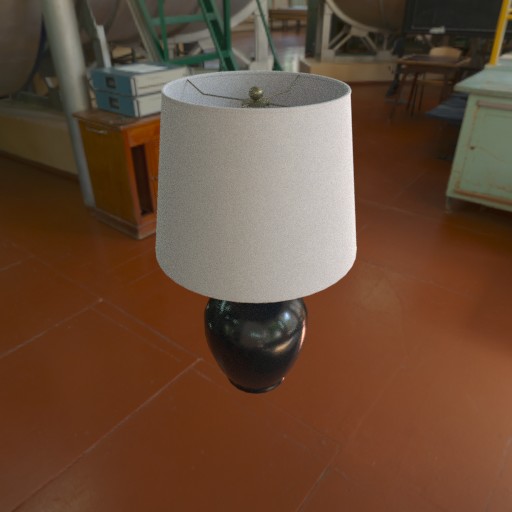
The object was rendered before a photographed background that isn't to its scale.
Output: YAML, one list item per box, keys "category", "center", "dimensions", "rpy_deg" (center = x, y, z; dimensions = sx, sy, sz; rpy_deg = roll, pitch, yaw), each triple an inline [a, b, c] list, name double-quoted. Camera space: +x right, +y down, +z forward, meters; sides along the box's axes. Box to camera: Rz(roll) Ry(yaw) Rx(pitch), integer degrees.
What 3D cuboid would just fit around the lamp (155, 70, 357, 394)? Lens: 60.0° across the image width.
- category: "lamp"
  center: [0.000, 0.000, 0.549]
  dimensions: [0.239, 0.399, 0.239]
  rpy_deg: [0, 32, 0]
